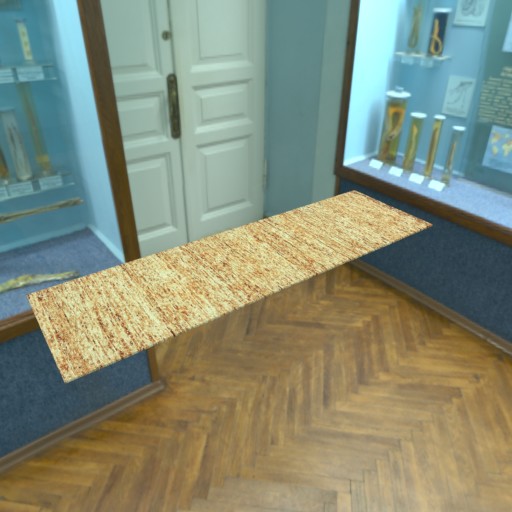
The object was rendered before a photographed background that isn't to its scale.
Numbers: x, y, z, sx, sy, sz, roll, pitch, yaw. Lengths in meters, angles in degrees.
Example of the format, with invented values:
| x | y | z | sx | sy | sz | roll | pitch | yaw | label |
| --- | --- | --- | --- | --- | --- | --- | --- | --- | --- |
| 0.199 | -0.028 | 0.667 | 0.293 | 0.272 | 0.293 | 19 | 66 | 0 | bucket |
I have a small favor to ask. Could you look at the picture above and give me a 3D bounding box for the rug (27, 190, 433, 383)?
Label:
| x | y | z | sx | sy | sz | roll | pitch | yaw | label |
| --- | --- | --- | --- | --- | --- | --- | --- | --- | --- |
| 0.000 | 0.000 | 2.457 | 2.237 | 0.014 | 0.680 | -20 | 37 | -30 | rug |
